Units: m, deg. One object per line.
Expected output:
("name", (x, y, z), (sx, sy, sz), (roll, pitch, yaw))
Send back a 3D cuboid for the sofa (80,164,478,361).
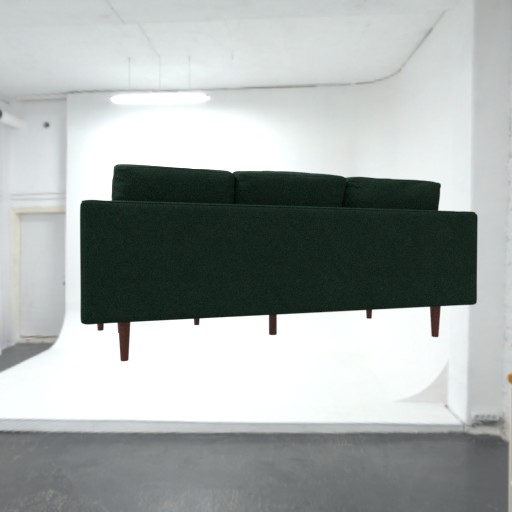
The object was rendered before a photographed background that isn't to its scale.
("sofa", (0.000, 0.000, 2.842), (2.030, 0.899, 1.580), (0, 1, -18))
